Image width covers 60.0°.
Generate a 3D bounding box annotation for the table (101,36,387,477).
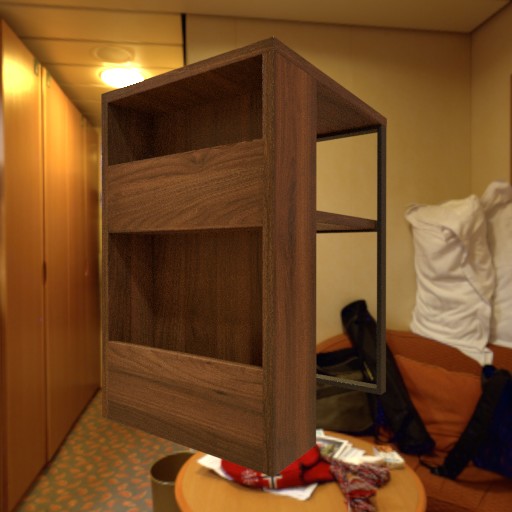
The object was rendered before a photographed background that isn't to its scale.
[{"bbox_3d":[0.000,0.000,1.555,0.660,1.041,0.786,0,1,35],"label":"table"}]
